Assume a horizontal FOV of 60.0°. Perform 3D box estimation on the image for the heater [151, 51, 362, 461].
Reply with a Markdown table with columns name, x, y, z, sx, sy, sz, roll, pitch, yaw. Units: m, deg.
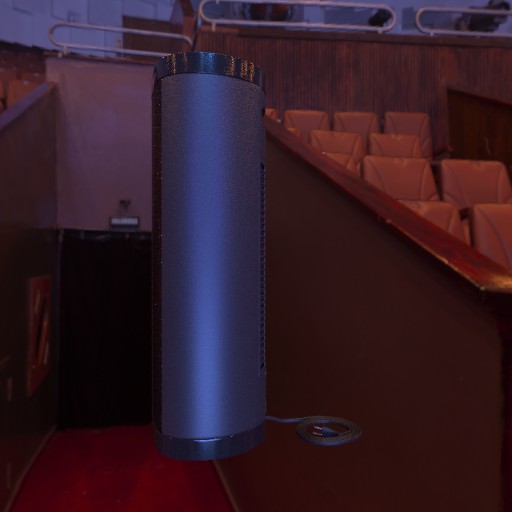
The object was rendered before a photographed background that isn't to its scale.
| name | x | y | z | sx | sy | sz | roll | pitch | yaw |
| --- | --- | --- | --- | --- | --- | --- | --- | --- | --- |
| heater | 0.000 | 0.000 | 0.694 | 0.312 | 0.552 | 0.174 | 0 | 0 | -18 |
